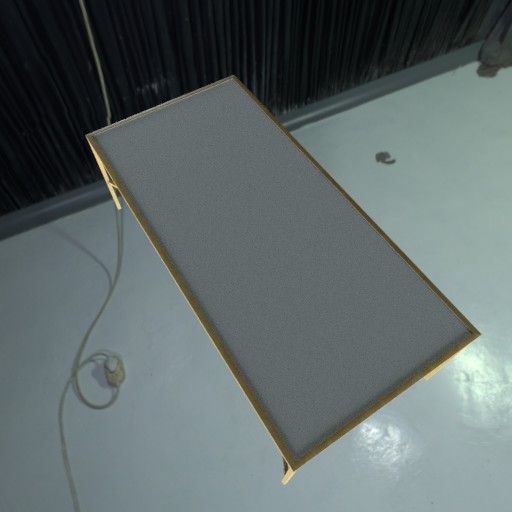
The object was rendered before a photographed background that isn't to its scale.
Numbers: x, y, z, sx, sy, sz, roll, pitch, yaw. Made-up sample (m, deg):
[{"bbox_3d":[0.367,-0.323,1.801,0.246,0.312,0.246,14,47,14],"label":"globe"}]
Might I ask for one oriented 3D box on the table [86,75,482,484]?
[{"bbox_3d":[0.000,0.000,1.469,0.580,0.398,1.206,-29,63,-16],"label":"table"}]
